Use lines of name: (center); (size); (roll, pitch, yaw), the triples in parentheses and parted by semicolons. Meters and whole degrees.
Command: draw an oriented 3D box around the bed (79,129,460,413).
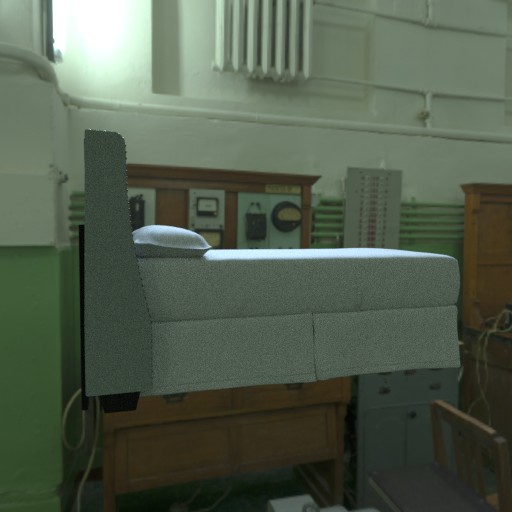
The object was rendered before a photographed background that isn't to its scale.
bed: (0.000, 0.000, 3.170); (2.237, 1.407, 1.710); (-1, 2, -17)
